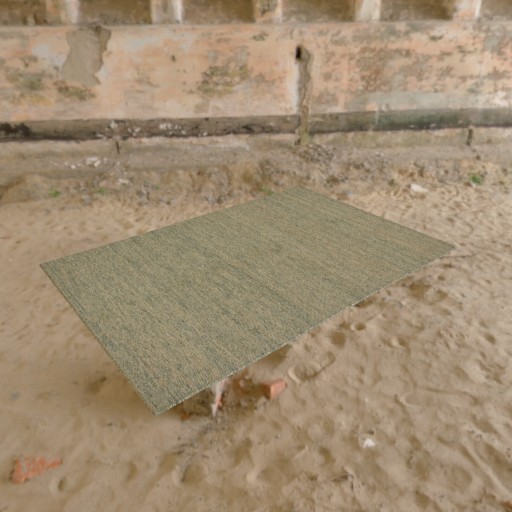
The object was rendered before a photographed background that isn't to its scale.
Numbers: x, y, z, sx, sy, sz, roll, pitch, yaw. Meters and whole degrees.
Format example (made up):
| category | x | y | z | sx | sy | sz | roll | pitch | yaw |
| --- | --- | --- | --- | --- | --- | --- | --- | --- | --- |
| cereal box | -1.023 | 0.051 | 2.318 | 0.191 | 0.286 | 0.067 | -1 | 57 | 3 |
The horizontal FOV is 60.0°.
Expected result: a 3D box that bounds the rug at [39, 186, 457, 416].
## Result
| category | x | y | z | sx | sy | sz | roll | pitch | yaw |
| --- | --- | --- | --- | --- | --- | --- | --- | --- | --- |
| rug | 0.000 | 0.000 | 2.911 | 2.283 | 0.013 | 1.547 | -22 | 36 | -33 |
